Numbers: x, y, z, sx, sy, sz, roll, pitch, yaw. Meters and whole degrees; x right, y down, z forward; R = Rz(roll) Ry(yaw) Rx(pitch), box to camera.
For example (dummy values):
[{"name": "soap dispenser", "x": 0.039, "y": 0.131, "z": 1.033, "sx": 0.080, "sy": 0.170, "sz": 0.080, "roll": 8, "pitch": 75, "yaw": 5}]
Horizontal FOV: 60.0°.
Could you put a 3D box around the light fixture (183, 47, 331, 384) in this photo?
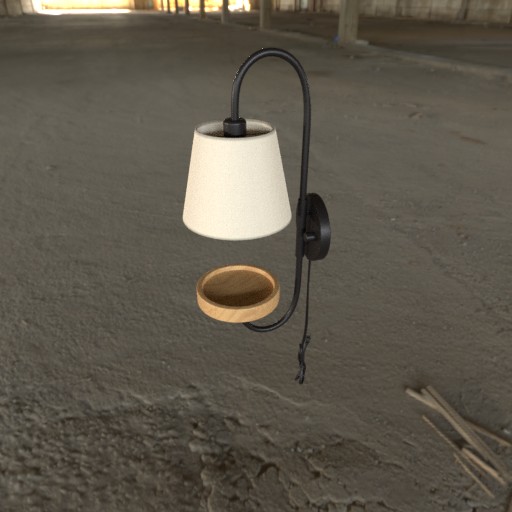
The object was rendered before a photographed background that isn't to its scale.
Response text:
[{"name": "light fixture", "x": 0.000, "y": 0.000, "z": 0.962, "sx": 0.299, "sy": 0.821, "sz": 0.220, "roll": -8, "pitch": 31, "yaw": -14}]
